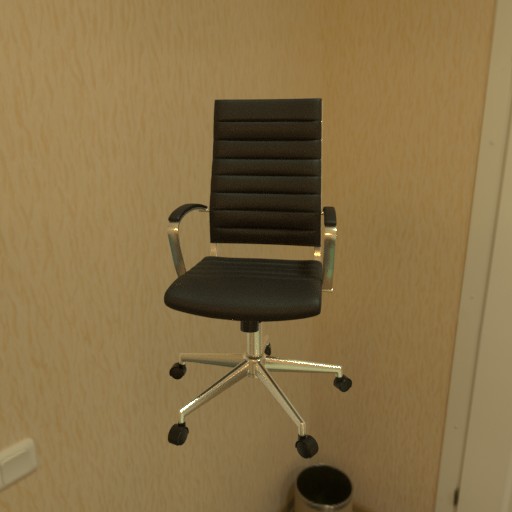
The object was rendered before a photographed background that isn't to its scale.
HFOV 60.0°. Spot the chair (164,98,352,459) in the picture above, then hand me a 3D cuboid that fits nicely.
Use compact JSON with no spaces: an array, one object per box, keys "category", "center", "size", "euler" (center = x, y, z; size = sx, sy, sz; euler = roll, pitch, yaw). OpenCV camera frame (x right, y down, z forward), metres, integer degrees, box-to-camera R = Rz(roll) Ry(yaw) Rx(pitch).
[{"category":"chair","center":[0.000,0.000,1.640],"size":[0.766,1.149,0.739],"euler":[2,15,8]}]
